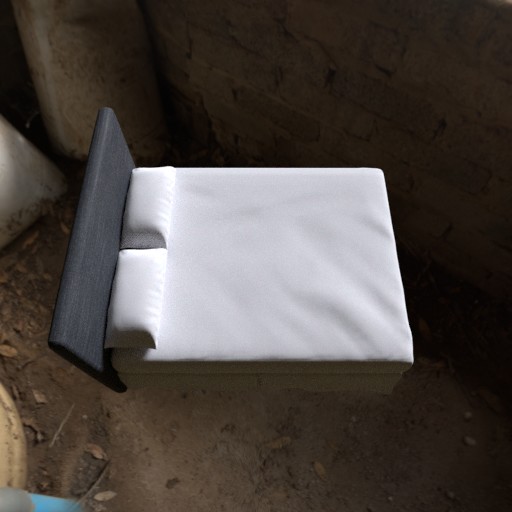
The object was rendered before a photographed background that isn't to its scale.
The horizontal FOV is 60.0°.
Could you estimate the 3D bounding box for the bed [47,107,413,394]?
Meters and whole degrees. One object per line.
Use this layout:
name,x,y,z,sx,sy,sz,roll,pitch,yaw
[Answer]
bed,0.000,0.000,3.179,2.142,1.330,1.723,0,63,0
